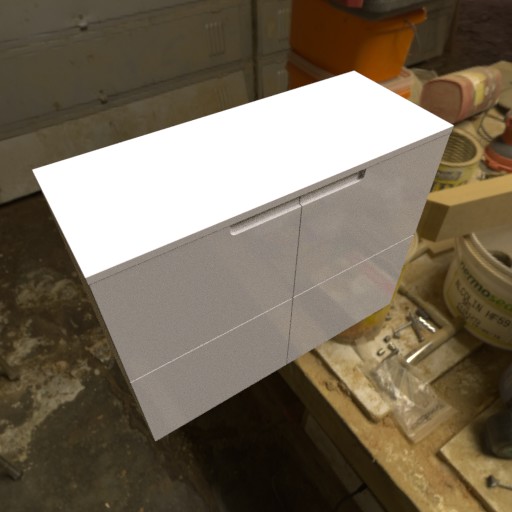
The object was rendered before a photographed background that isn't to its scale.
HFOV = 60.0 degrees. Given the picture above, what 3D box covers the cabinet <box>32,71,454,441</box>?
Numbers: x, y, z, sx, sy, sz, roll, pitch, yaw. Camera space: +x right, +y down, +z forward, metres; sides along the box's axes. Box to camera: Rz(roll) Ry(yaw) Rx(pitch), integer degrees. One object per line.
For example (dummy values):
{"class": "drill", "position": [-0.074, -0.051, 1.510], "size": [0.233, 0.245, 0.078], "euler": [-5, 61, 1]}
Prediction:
{"class": "cabinet", "position": [0.000, 0.000, 1.405], "size": [1.000, 0.800, 0.400], "euler": [-25, 51, -22]}
